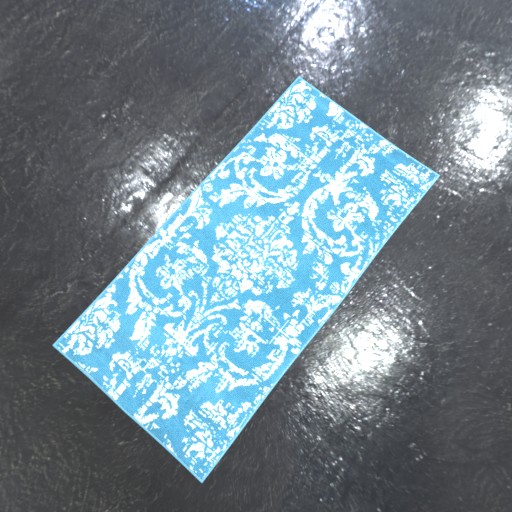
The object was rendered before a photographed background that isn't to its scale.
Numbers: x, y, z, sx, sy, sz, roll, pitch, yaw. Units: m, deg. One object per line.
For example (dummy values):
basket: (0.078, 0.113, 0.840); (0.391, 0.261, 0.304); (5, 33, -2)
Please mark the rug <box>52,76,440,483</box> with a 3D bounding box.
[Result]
rug: (0.000, 0.000, 1.416); (0.604, 0.007, 1.219); (38, 79, 9)
